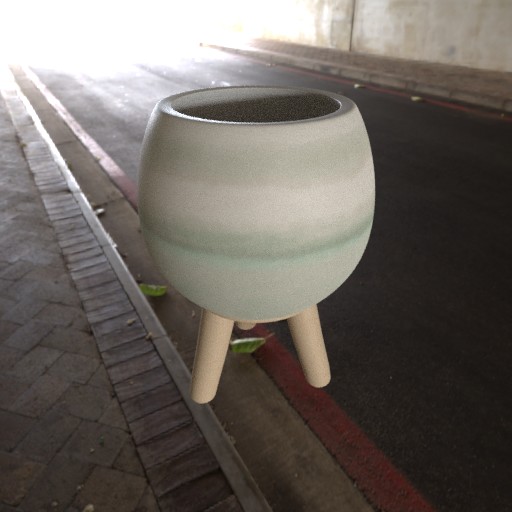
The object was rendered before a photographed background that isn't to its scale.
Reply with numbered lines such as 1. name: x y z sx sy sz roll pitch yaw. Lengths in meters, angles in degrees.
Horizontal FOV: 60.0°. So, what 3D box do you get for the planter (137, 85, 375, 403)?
1. planter: 0.000 0.000 0.333 0.161 0.224 0.161 0 30 0
